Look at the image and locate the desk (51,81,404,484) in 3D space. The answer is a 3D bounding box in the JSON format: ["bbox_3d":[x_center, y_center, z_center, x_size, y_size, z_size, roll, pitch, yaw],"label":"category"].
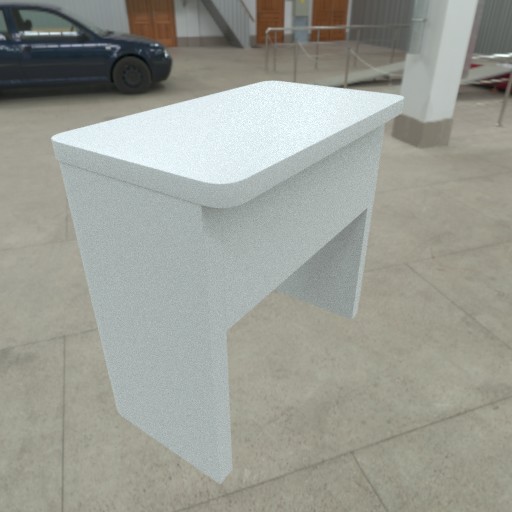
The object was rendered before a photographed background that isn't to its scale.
[{"bbox_3d":[0.000,0.000,1.209,0.446,0.760,0.790,20,36,29],"label":"desk"}]
